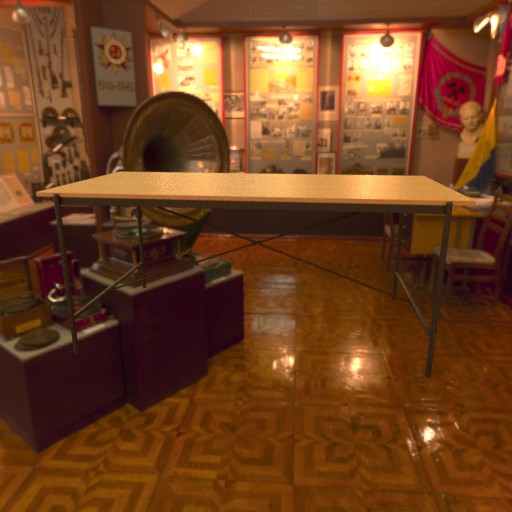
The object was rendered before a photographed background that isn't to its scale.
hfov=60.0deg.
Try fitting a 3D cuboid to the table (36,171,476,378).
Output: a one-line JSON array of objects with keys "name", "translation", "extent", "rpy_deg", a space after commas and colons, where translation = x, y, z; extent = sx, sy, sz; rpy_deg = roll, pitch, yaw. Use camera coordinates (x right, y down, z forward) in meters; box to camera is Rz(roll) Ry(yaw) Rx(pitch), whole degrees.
[{"name": "table", "translation": [0.000, 0.000, 2.310], "extent": [1.800, 0.758, 0.900], "rpy_deg": [2, 17, 7]}]
